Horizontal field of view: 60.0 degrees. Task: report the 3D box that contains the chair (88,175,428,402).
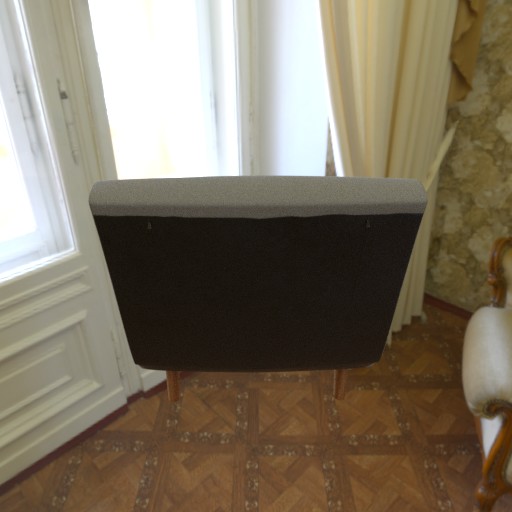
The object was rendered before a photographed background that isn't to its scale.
[{"bbox_3d":[0.000,0.000,1.539,0.770,0.808,0.902,0,29,-1],"label":"chair"}]
